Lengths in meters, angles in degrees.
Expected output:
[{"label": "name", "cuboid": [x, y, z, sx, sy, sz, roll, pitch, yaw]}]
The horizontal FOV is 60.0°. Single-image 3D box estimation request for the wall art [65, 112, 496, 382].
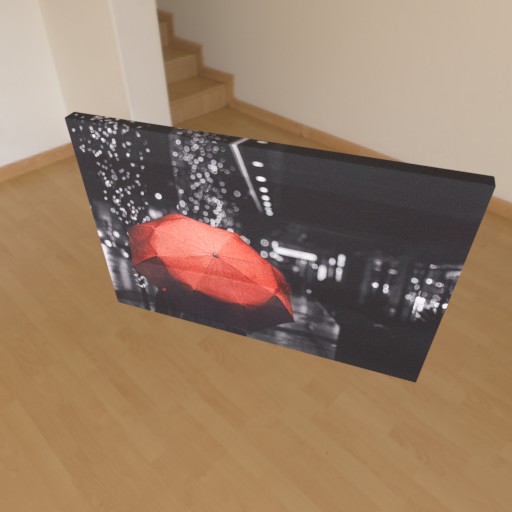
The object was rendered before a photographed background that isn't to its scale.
[{"label": "wall art", "cuboid": [0.000, 0.000, 1.110, 0.914, 0.609, 0.038, 13, 42, 14]}]
